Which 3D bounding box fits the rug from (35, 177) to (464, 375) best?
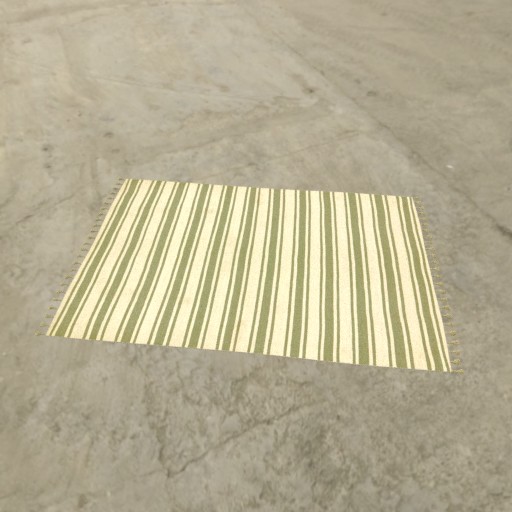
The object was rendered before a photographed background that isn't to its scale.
[{"bbox_3d":[0.000,0.000,2.999,2.435,0.018,1.540,4,46,4],"label":"rug"}]
